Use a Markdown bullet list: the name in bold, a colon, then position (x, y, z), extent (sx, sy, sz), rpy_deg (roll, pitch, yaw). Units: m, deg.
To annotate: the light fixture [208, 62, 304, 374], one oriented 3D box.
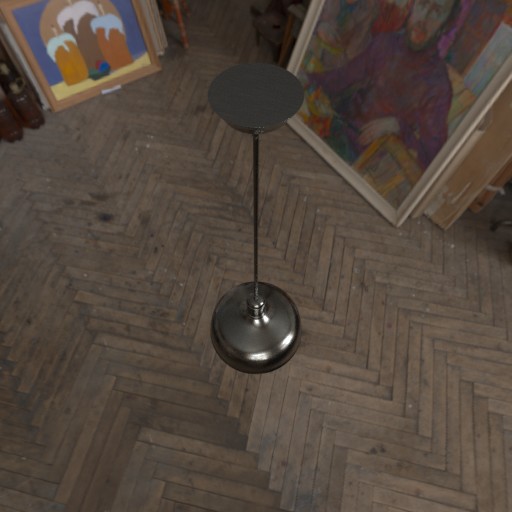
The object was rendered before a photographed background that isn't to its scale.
- **light fixture**: position (0.000, 0.000, 1.054), extent (0.299, 0.935, 0.299), rpy_deg (16, 61, 10)
